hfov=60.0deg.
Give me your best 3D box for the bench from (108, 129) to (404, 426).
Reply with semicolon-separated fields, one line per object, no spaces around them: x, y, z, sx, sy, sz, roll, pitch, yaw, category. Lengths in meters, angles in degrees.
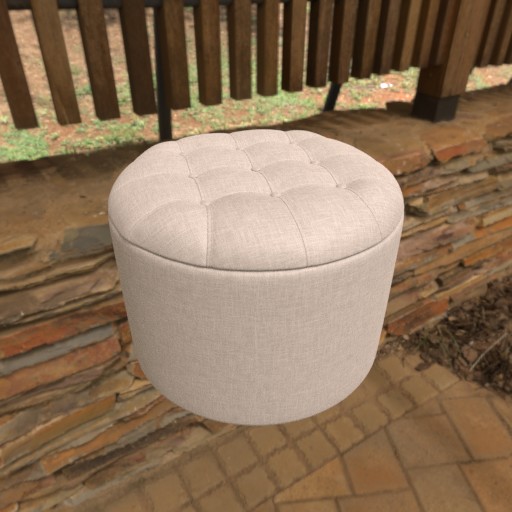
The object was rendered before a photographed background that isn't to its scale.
0.000;0.000;1.009;0.600;0.453;0.600;0;32;0;bench
